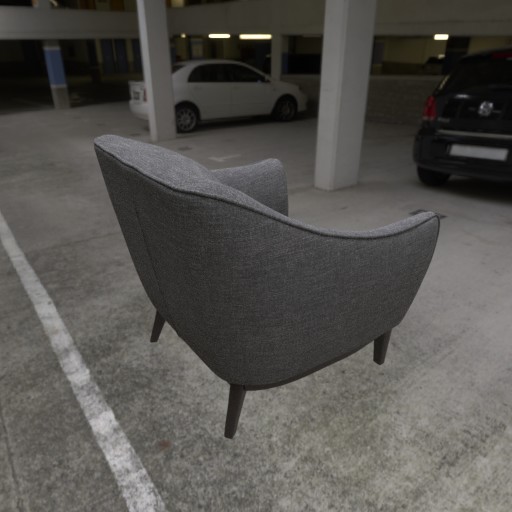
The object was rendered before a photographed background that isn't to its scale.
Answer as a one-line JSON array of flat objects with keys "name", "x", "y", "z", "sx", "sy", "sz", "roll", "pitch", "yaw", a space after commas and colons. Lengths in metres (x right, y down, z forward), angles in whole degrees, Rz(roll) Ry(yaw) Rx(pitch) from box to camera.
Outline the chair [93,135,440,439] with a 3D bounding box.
[{"name": "chair", "x": 0.000, "y": 0.000, "z": 1.551, "sx": 0.851, "sy": 0.829, "sz": 0.870, "roll": -17, "pitch": 32, "yaw": -31}]
